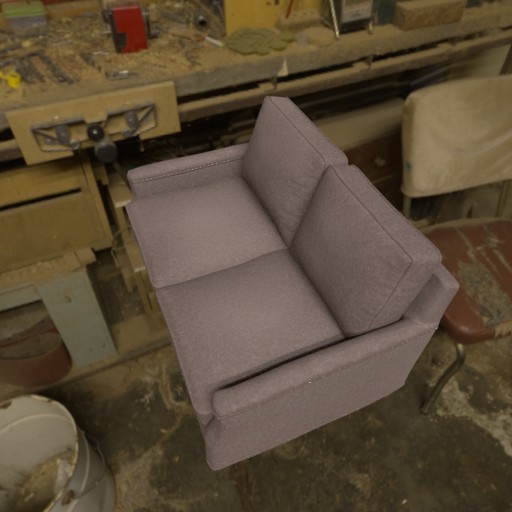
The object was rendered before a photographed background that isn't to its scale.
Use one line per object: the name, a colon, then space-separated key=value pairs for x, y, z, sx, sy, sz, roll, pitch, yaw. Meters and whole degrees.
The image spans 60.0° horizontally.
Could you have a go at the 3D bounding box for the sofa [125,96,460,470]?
sofa: x=0.000 y=0.000 z=2.268 sx=1.084 sy=1.003 sz=1.597 roll=-17 pitch=49 yaw=-15
